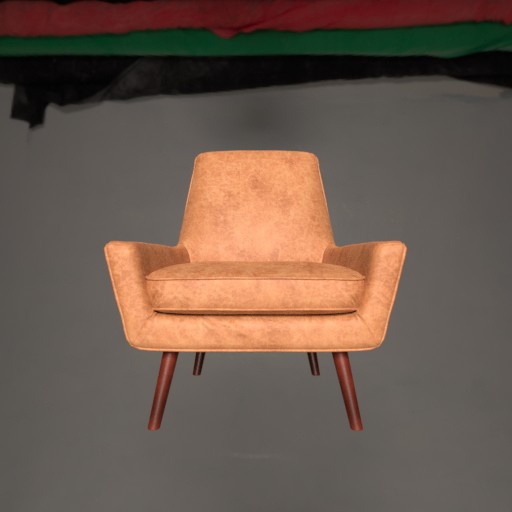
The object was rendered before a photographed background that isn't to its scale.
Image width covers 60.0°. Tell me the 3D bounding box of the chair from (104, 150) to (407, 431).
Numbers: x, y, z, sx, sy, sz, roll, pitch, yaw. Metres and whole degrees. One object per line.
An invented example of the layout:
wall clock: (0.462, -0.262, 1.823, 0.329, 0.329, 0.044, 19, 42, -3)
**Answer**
chair: (0.000, 0.000, 1.499, 0.753, 0.883, 0.851, 0, -1, 0)
